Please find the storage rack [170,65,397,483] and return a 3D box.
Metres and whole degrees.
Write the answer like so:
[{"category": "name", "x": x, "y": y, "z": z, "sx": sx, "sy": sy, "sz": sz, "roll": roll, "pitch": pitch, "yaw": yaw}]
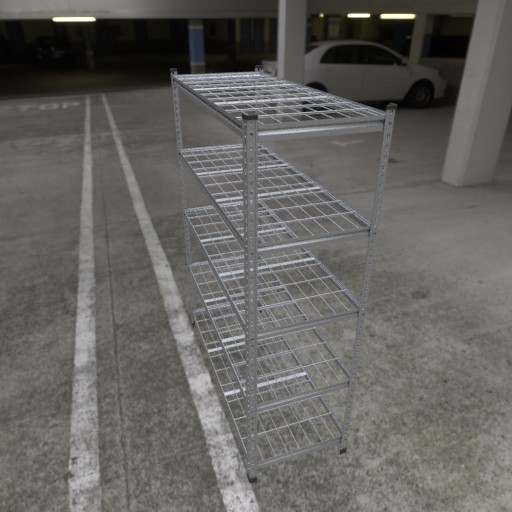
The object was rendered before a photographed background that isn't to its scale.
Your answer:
[{"category": "storage rack", "x": 0.000, "y": 0.000, "z": 2.695, "sx": 0.610, "sy": 1.981, "sz": 1.524, "roll": -10, "pitch": 30, "yaw": -17}]
